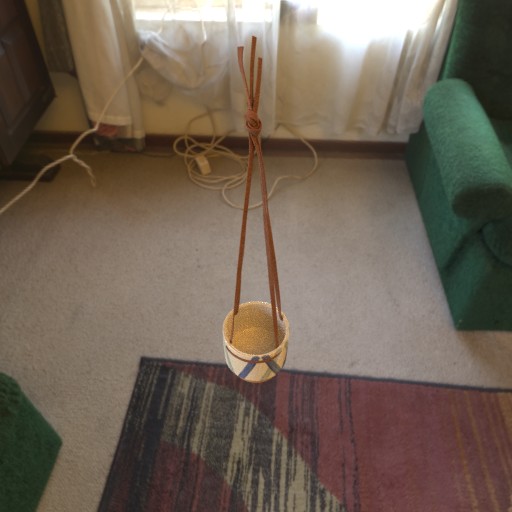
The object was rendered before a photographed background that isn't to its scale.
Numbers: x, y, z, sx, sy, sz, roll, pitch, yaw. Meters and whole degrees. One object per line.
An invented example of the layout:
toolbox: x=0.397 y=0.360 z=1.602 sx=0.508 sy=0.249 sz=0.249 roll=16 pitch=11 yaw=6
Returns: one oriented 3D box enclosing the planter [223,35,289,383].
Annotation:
planter: x=0.000 y=0.000 z=0.834 sx=0.153 sy=0.753 sz=0.157 roll=-10 pitch=47 yaw=-9
